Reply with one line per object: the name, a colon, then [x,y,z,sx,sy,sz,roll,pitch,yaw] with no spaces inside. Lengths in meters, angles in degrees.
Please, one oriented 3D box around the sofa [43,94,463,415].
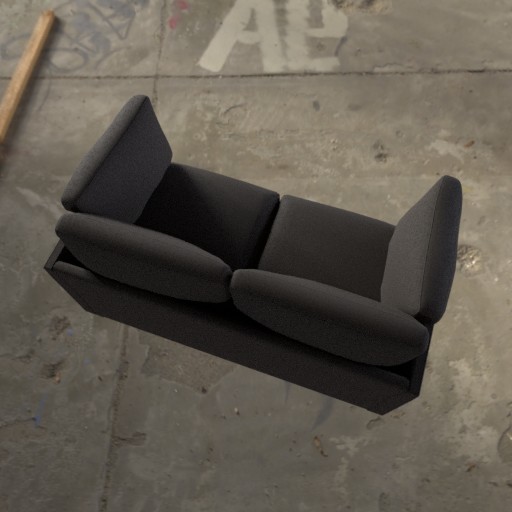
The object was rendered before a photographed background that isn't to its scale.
sofa: [0.000,0.000,2.273,1.751,0.920,0.969,17,64,9]
